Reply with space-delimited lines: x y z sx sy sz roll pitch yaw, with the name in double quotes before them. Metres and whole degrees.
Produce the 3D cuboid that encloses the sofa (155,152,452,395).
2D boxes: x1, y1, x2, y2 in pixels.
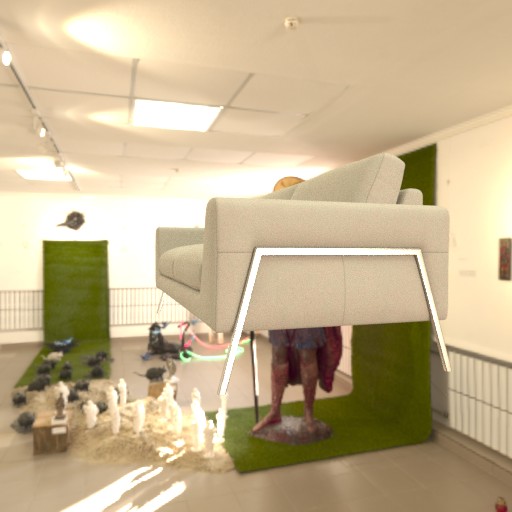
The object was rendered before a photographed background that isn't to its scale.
"sofa" 0.000 0.000 2.517 0.953 0.875 2.017 0 0 -18
